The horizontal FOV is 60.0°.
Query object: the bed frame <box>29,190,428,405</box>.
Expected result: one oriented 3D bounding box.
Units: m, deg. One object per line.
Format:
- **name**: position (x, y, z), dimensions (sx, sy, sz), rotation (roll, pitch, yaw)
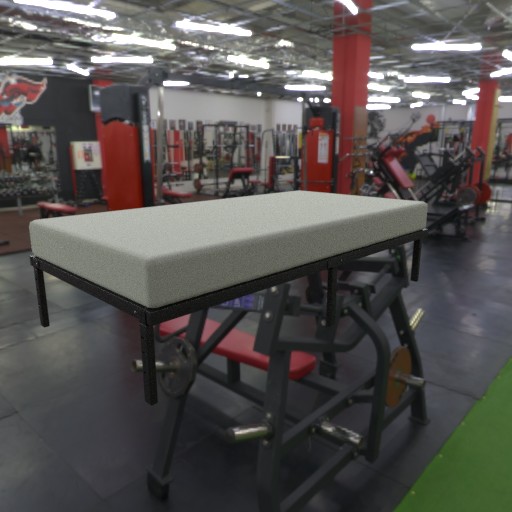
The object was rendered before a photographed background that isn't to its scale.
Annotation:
- **bed frame**: position (0.000, 0.000, 3.227), dimensions (1.393, 0.680, 2.635), rotation (14, 19, 43)
